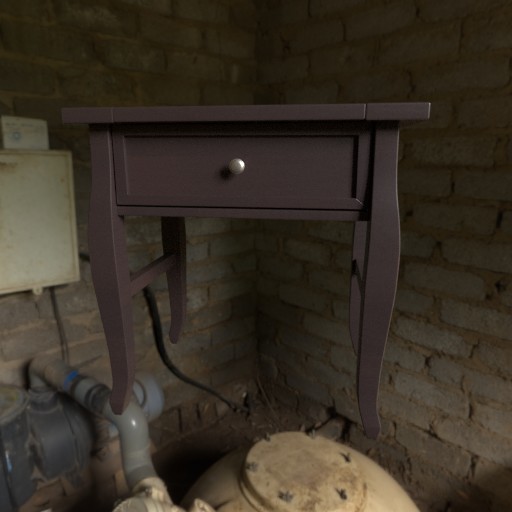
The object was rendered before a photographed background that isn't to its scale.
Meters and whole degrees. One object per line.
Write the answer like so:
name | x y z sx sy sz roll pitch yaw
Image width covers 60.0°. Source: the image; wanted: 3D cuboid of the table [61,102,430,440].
table | 0.000 0.000 0.999 0.602 0.605 0.460 2 14 9
